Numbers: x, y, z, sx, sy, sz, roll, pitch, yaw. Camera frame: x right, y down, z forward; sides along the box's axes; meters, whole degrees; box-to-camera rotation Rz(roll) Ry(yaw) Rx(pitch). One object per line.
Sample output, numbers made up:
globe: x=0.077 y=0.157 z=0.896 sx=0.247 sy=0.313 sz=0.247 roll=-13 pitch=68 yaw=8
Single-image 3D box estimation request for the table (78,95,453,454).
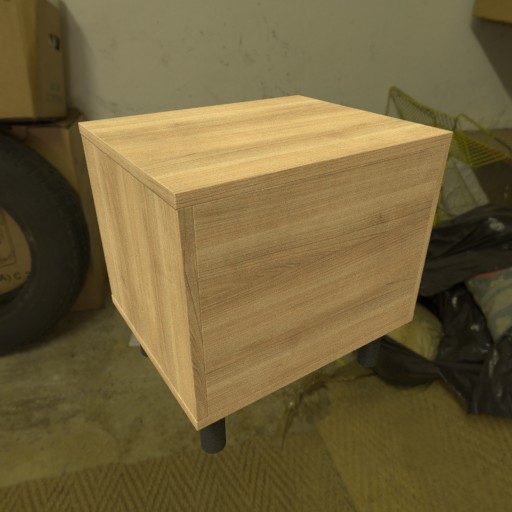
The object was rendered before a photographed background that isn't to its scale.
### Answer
table: x=0.000 y=0.000 z=0.796 sx=0.445 sy=0.460 sz=0.380 roll=-18 pitch=34 yaw=-29
